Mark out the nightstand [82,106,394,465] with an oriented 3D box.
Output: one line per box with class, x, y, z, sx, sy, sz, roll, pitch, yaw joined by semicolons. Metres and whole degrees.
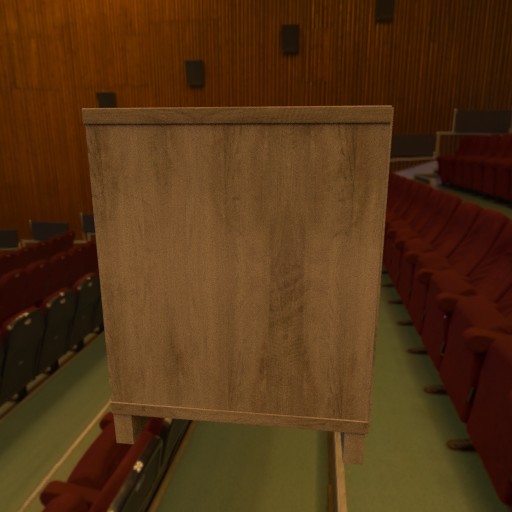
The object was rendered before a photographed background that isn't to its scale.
nightstand;0.000;0.000;0.746;0.347;0.448;0.427;2;15;7
